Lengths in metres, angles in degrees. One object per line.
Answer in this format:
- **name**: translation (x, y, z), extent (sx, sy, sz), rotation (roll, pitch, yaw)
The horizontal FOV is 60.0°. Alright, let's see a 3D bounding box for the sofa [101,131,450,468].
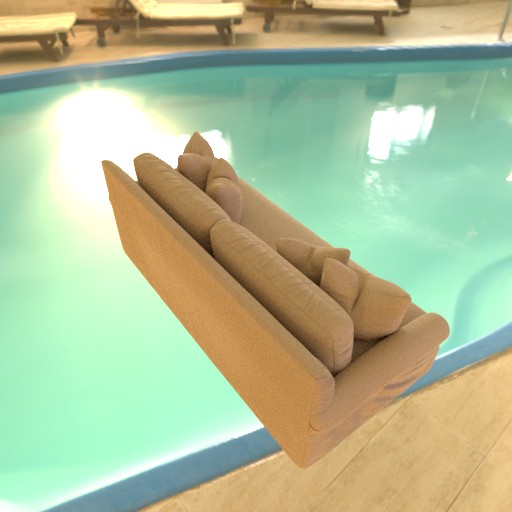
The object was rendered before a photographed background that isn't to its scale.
- **sofa**: translation (0.000, 0.000, 2.817), extent (1.067, 0.904, 2.285), rotation (-26, 47, -27)
